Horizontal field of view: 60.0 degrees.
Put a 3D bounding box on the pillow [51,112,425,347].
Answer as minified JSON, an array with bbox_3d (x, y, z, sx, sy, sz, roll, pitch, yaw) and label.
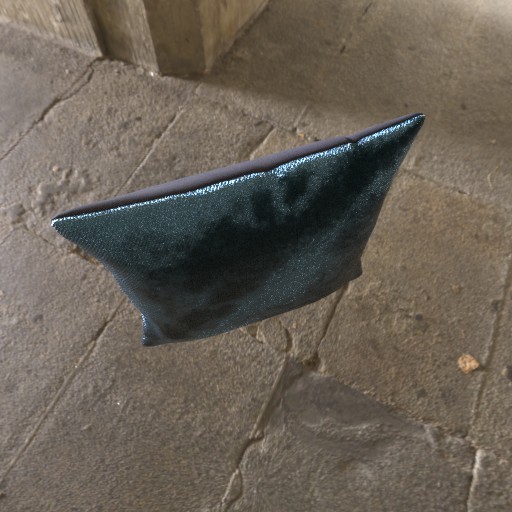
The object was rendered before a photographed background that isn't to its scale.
[{"bbox_3d":[0.000,0.000,0.652,0.436,0.430,0.138,-17,64,-9],"label":"pillow"}]
